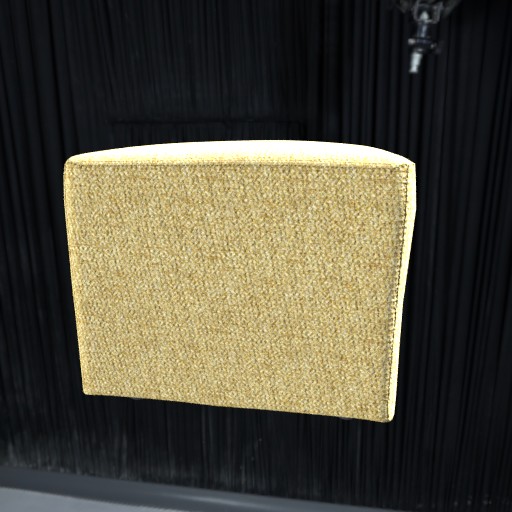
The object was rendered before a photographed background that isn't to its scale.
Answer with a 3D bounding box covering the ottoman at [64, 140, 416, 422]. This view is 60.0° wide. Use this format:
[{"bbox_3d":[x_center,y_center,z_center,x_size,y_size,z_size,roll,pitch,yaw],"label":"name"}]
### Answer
[{"bbox_3d":[0.000,0.000,0.880,0.505,0.441,0.512,2,16,9],"label":"ottoman"}]
